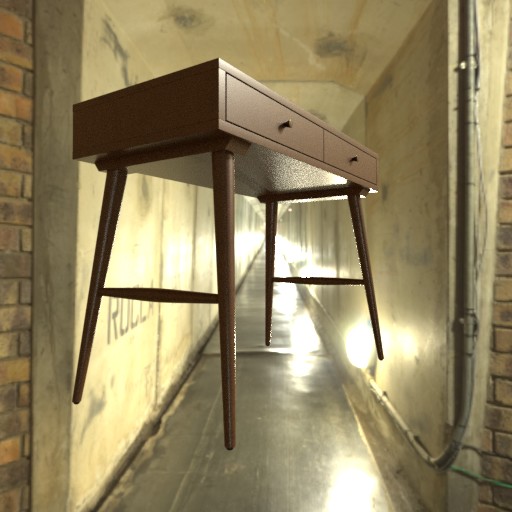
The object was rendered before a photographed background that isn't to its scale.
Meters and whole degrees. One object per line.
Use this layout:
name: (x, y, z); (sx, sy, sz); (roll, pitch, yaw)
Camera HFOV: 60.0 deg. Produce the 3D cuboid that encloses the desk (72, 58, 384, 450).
desk: (0.000, 0.000, 1.376); (0.510, 0.758, 0.949); (0, -1, 34)
